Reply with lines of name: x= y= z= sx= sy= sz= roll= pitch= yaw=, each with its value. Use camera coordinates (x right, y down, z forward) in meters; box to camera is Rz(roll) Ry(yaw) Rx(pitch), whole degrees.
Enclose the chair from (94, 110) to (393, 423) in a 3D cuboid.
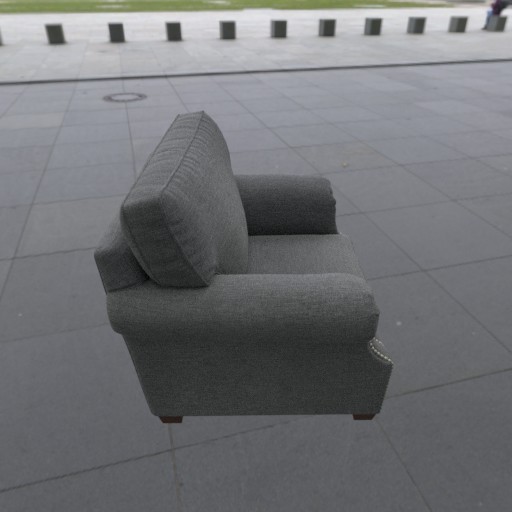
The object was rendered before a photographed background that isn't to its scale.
chair: x=0.000 y=0.000 z=1.832 sx=0.965 sy=0.961 sz=1.092 roll=0 pitch=32 yaw=-1
